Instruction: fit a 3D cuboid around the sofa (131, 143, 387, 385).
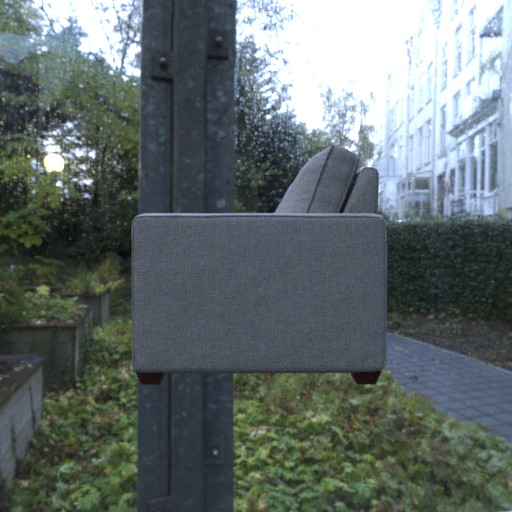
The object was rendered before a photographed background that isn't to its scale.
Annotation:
[{"bbox_3d":[0.000,0.000,2.602,0.945,0.918,2.078,0,1,0],"label":"sofa"}]
